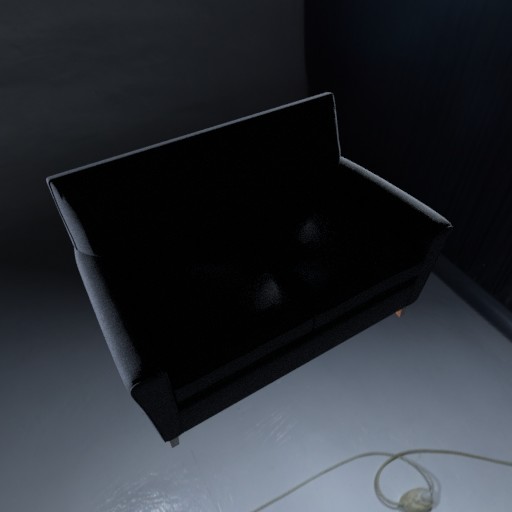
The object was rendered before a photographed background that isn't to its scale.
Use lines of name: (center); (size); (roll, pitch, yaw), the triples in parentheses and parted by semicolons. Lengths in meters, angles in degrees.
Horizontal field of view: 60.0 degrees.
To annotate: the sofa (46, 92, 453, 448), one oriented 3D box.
sofa: (0.000, 0.000, 1.963); (1.420, 0.846, 0.875); (-24, 51, -21)
